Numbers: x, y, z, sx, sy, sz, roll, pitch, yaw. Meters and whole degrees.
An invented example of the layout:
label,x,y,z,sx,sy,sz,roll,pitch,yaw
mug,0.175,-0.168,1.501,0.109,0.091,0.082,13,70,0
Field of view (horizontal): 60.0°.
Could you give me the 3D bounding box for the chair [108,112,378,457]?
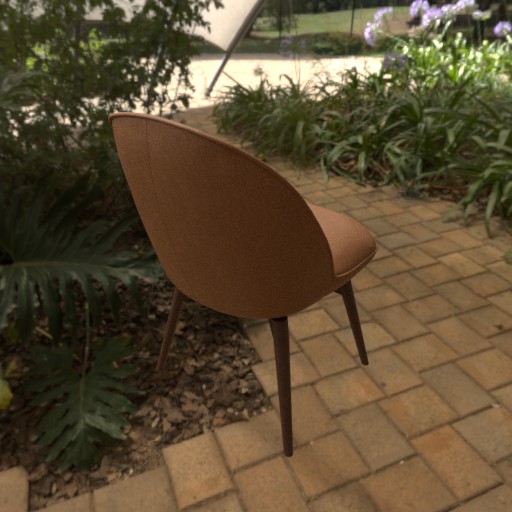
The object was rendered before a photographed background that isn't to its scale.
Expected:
label,x,y,z,sx,sy,sz,roll,pitch,yaw
chair,0.000,0.000,1.195,0.521,0.831,0.631,21,35,33
